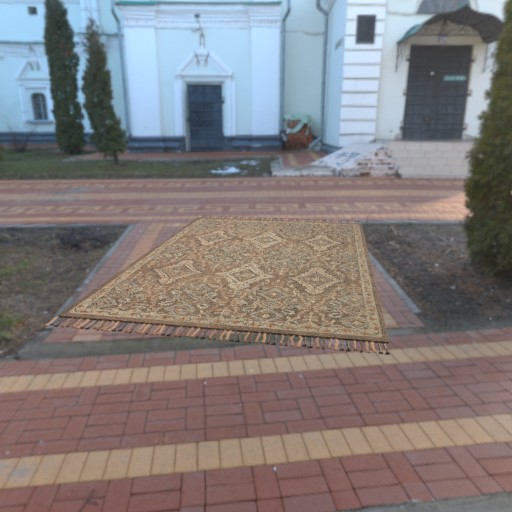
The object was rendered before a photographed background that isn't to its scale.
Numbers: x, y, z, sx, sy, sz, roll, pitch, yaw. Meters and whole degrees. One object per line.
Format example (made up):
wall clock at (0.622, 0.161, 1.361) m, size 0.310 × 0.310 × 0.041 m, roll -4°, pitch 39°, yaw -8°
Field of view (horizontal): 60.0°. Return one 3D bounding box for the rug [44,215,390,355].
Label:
rug at (0.000, 0.000, 3.015) m, size 1.516 × 0.010 × 2.434 m, roll 3°, pitch 17°, yaw 9°
